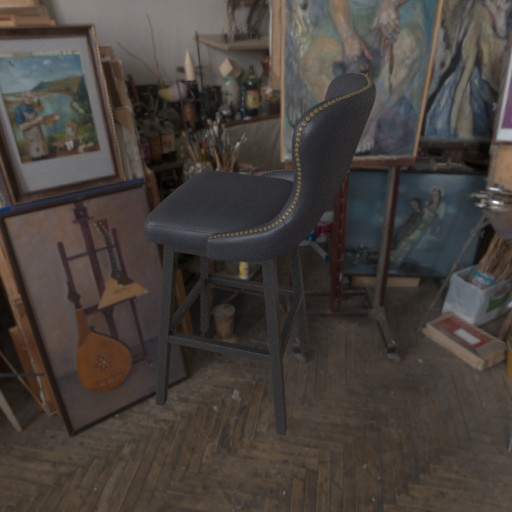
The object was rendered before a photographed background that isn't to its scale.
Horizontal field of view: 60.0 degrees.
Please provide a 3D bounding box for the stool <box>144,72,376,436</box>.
[{"bbox_3d":[0.000,0.000,1.390,0.601,1.050,0.528,8,31,14],"label":"stool"}]
